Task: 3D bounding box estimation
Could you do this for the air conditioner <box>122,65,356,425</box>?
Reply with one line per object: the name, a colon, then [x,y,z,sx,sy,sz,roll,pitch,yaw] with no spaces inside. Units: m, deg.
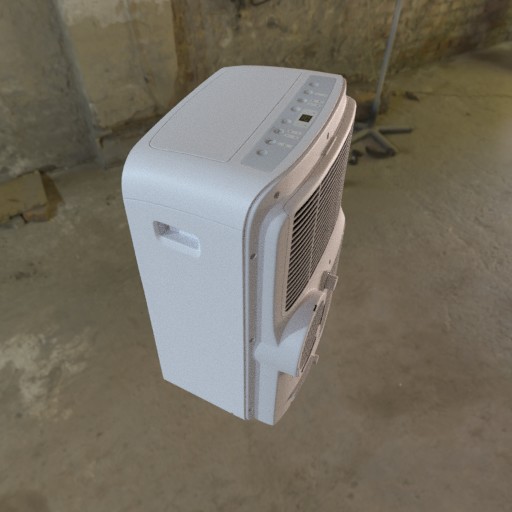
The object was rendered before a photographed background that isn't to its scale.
air conditioner: [0.000,0.000,0.967,0.365,0.700,0.454,18,49,16]
